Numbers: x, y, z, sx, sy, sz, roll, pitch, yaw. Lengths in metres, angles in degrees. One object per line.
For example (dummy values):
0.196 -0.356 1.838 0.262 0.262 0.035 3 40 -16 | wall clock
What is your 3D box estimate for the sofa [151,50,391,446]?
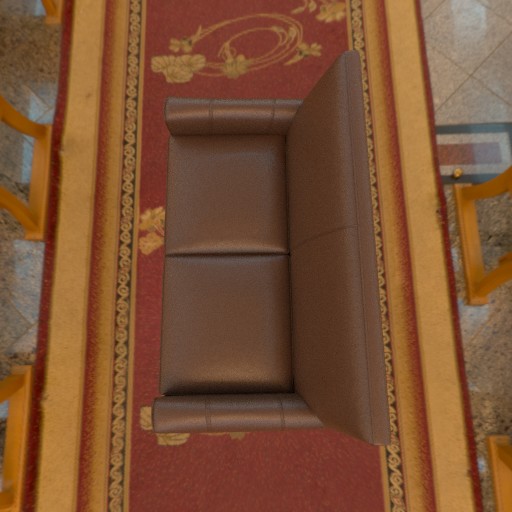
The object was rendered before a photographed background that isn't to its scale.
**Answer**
0.000 0.000 1.999 0.853 0.859 1.468 -1 76 0 | sofa
